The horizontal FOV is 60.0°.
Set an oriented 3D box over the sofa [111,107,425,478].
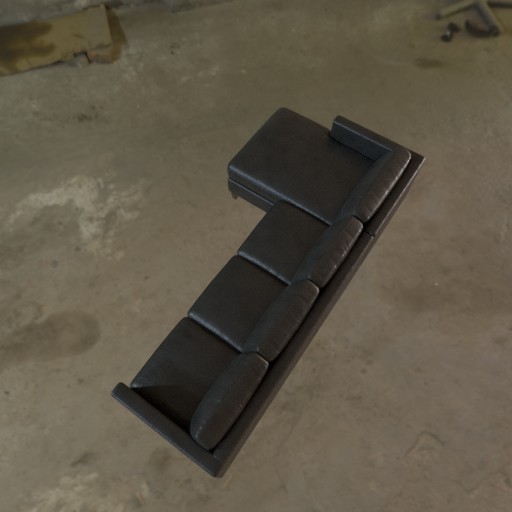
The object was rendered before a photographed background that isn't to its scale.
[{"bbox_3d":[0.000,0.000,3.925,1.581,0.883,3.203,32,67,15],"label":"sofa"}]
